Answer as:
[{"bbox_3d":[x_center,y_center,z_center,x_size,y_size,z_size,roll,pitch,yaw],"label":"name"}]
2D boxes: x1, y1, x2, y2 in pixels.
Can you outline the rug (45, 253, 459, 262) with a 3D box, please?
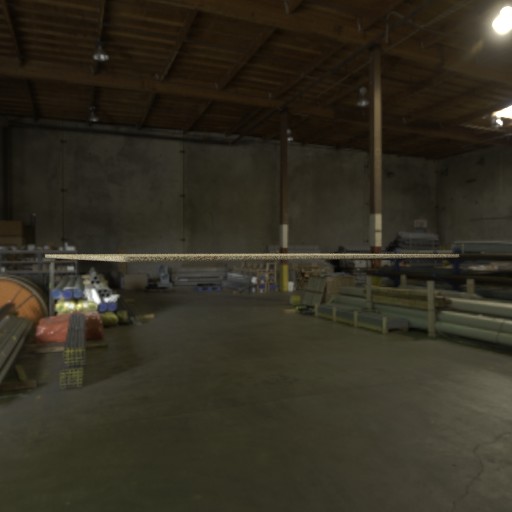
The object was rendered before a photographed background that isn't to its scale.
[{"bbox_3d":[0.000,0.000,3.440,2.700,0.024,1.801,0,1,-36],"label":"rug"}]
